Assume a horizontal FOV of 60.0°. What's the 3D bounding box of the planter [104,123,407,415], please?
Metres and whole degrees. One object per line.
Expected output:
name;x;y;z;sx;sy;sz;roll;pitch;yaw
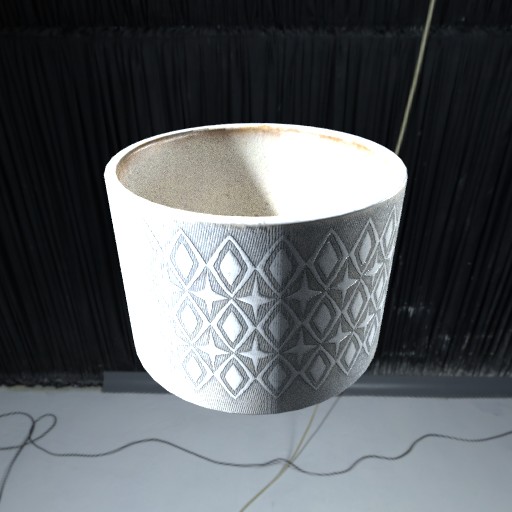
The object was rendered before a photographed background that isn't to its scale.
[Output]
planter;0.000;0.000;0.319;0.186;0.144;0.186;0;30;0
